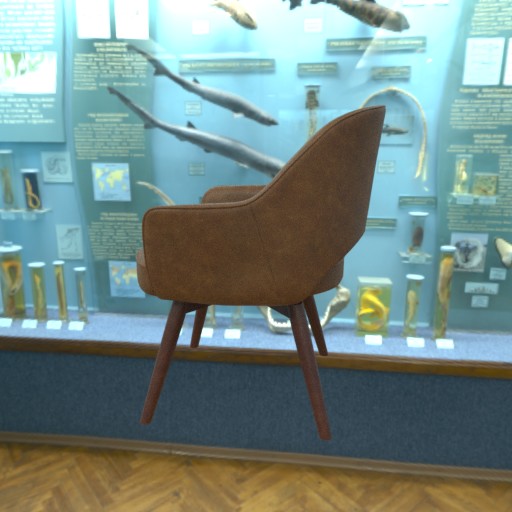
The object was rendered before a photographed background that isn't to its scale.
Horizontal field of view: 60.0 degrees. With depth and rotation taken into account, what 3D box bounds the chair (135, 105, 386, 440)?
[{"bbox_3d":[0.000,0.000,1.217,0.640,0.777,0.591,2,13,8],"label":"chair"}]
